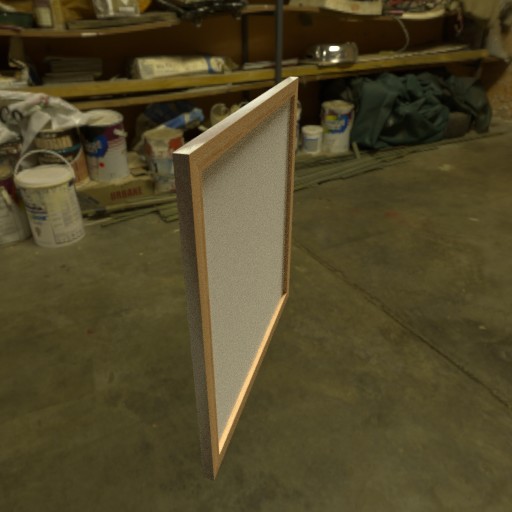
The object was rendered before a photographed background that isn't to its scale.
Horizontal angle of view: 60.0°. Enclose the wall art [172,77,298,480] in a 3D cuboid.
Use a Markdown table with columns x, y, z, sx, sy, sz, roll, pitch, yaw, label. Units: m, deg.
| x | y | z | sx | sy | sz | roll | pitch | yaw | label |
| --- | --- | --- | --- | --- | --- | --- | --- | --- | --- |
| 0.000 | 0.000 | 1.143 | 0.027 | 0.762 | 0.762 | 8 | 31 | 14 | wall art |
